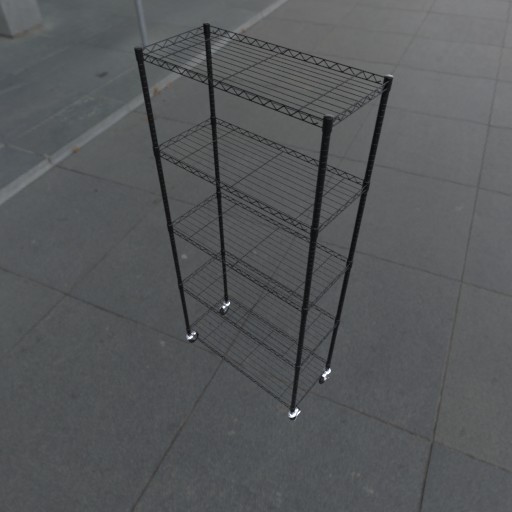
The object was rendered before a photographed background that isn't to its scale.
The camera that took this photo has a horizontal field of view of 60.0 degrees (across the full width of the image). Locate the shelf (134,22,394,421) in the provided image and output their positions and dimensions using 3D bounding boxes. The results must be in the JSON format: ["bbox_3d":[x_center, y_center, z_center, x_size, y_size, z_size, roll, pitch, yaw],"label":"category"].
[{"bbox_3d":[0.000,0.000,1.910,0.762,1.645,0.356,30,52,27],"label":"shelf"}]
